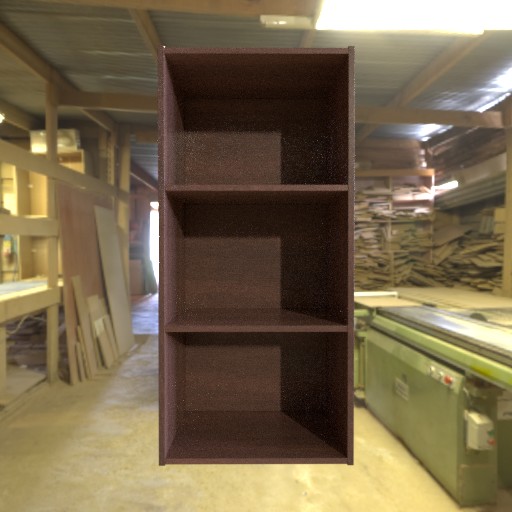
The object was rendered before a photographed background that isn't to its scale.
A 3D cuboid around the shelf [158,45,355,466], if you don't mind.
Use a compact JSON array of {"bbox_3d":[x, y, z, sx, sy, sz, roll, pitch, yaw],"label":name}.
[{"bbox_3d":[0.000,0.000,1.072,0.414,0.879,0.290,0,1,0],"label":"shelf"}]
